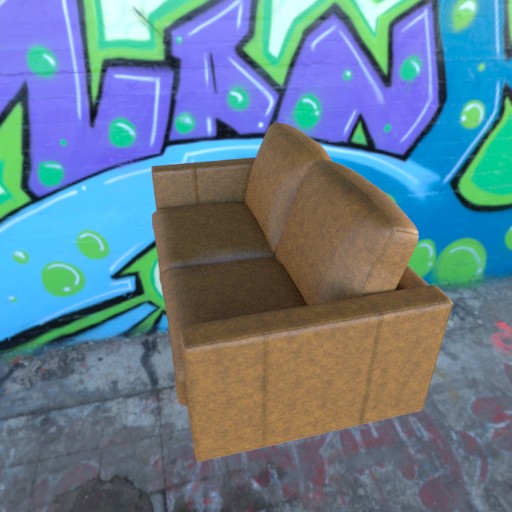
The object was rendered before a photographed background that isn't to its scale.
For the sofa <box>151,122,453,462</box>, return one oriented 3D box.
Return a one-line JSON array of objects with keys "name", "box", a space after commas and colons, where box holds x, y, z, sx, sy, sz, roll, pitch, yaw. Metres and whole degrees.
[{"name": "sofa", "box": [0.000, 0.000, 2.091, 0.909, 0.951, 1.578, -8, 32, -13]}]
